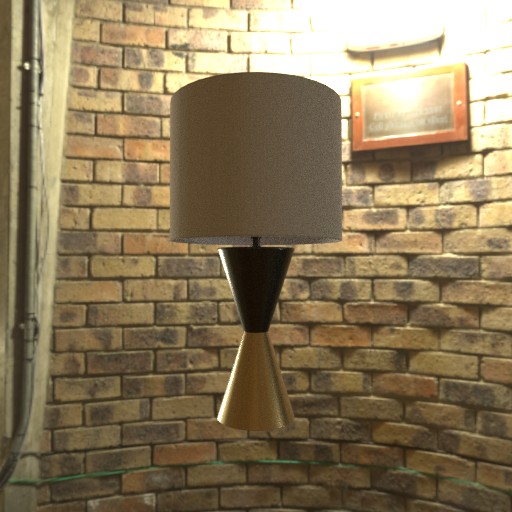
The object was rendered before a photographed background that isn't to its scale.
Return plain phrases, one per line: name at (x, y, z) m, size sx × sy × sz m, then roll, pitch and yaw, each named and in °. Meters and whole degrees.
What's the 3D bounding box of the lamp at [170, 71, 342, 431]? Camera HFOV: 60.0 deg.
lamp at (0.000, 0.000, 0.796) m, size 0.304 × 0.573 × 0.304 m, roll 0°, pitch -1°, yaw -19°
